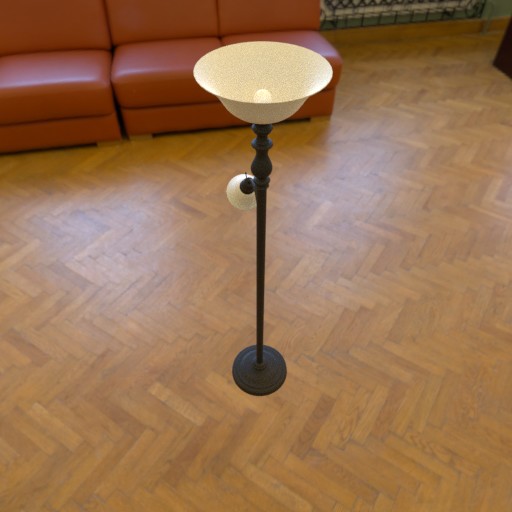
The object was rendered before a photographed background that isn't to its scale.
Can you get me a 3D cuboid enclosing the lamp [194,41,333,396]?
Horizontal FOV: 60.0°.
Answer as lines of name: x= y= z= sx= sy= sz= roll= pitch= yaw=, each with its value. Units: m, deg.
lamp: x=0.000 y=0.000 z=2.013 sx=0.405 sy=1.793 sz=0.588 roll=-10 pitch=48 yaw=-9
